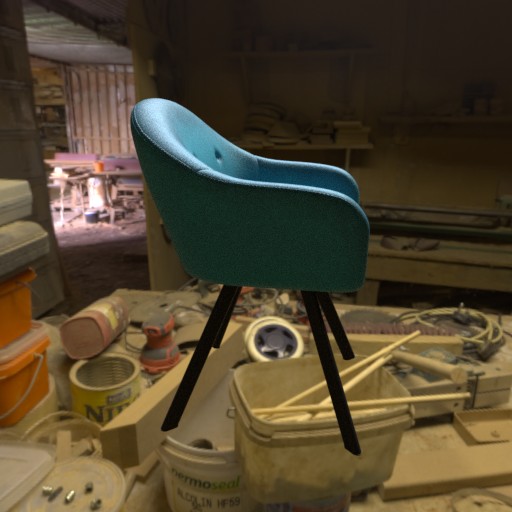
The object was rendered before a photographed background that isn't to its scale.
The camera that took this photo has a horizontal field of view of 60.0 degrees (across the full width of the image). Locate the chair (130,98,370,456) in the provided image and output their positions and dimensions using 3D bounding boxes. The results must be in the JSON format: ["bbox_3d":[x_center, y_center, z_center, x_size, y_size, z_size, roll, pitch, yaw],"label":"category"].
[{"bbox_3d":[0.000,0.000,1.157,0.570,0.780,0.540,3,17,10],"label":"chair"}]
